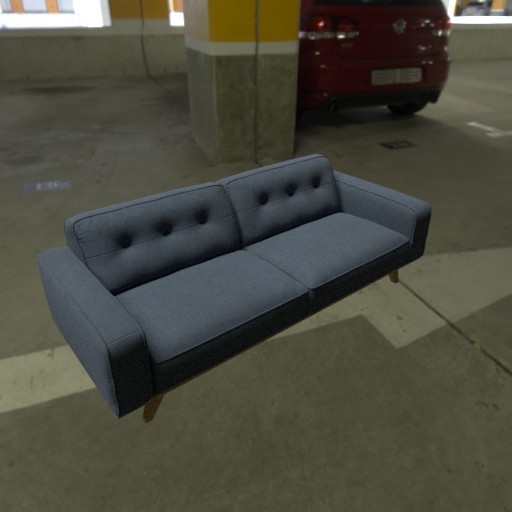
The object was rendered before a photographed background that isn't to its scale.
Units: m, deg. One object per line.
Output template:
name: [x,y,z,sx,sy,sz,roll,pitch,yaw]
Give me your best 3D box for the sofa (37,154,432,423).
sofa: [0.000,0.000,2.702,2.270,0.782,0.953,-21,36,-33]
